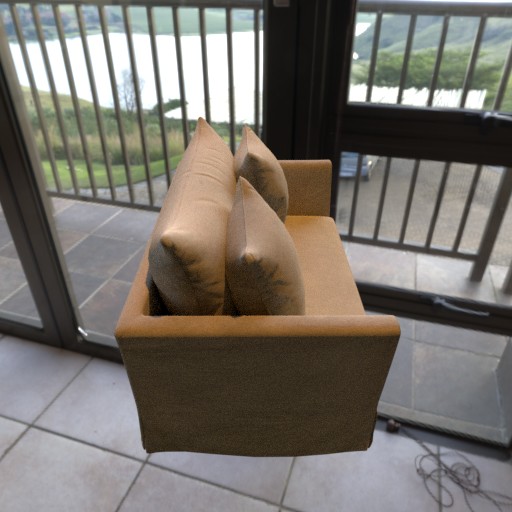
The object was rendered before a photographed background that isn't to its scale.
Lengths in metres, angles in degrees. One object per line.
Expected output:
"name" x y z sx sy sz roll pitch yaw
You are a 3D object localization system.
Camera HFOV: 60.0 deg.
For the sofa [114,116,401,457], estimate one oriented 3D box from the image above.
"sofa" 0.000 0.000 2.258 1.035 1.040 1.608 0 33 0
